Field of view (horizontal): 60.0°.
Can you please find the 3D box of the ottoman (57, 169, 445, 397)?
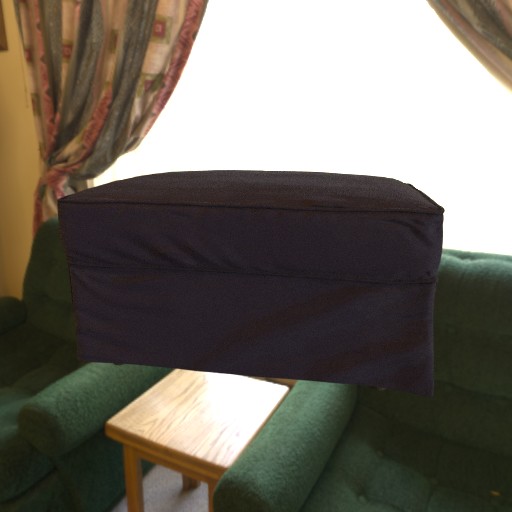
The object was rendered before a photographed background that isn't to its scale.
[{"bbox_3d":[0.000,0.000,1.332,0.938,0.503,0.637,3,16,10],"label":"ottoman"}]
